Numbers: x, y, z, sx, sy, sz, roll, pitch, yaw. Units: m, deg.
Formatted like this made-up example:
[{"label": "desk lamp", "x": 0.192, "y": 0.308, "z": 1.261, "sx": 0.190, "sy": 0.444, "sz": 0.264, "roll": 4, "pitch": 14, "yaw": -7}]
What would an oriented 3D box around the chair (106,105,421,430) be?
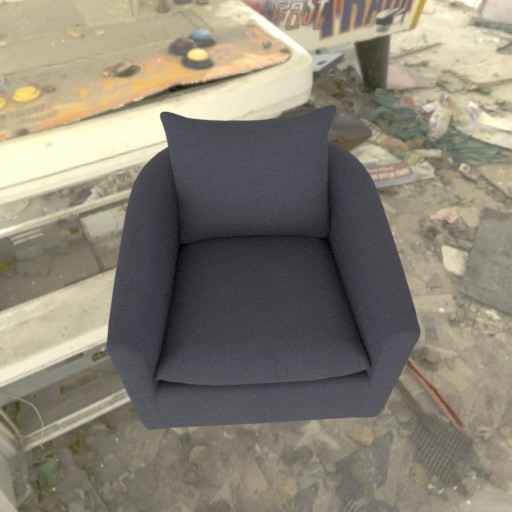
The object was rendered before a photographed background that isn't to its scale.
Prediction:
[{"label": "chair", "x": 0.000, "y": 0.000, "z": 1.564, "sx": 0.845, "sy": 0.848, "sz": 0.910, "roll": -2, "pitch": 46, "yaw": -2}]
